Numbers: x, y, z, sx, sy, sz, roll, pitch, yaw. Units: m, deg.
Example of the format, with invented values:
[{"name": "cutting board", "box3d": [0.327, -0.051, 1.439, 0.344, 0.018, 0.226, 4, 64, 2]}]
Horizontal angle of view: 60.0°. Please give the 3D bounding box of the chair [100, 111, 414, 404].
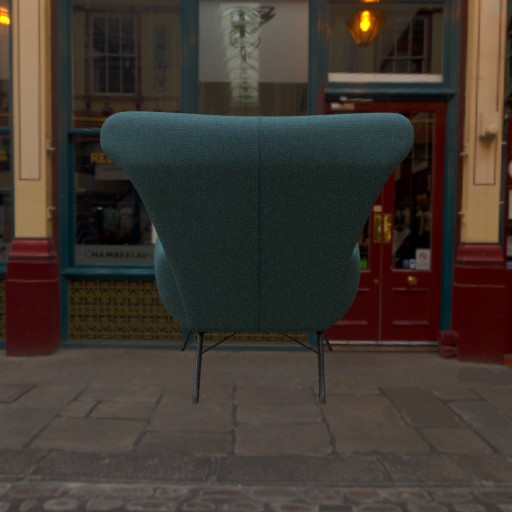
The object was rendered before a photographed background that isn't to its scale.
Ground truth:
[{"name": "chair", "box3d": [0.000, 0.000, 1.798, 1.050, 0.980, 0.900, 0, 1, -1]}]
